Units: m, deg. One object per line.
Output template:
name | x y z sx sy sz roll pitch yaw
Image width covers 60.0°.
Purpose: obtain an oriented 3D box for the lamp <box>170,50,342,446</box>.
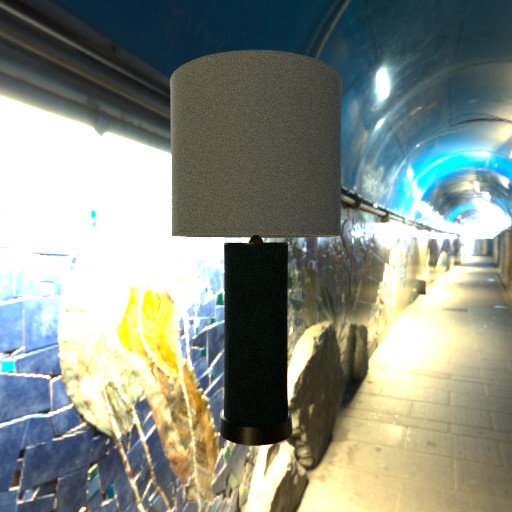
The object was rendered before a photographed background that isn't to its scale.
lamp | 0.000 0.000 0.797 0.301 0.630 0.301 1 2 36
